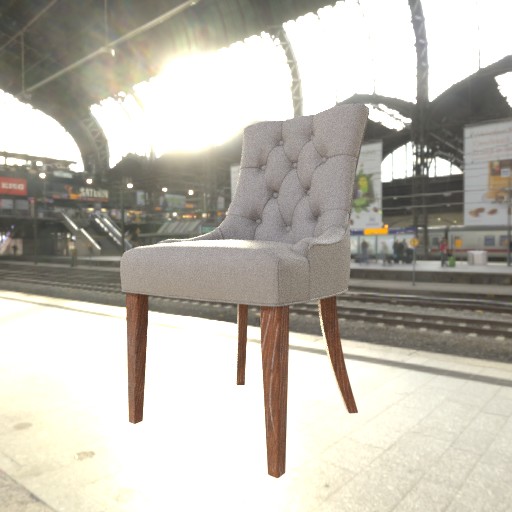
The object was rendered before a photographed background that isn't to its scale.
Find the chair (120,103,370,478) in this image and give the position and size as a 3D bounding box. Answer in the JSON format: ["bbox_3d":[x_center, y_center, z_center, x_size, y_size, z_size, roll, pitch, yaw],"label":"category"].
[{"bbox_3d":[0.000,0.000,1.208,0.509,0.874,0.565,1,2,37],"label":"chair"}]
